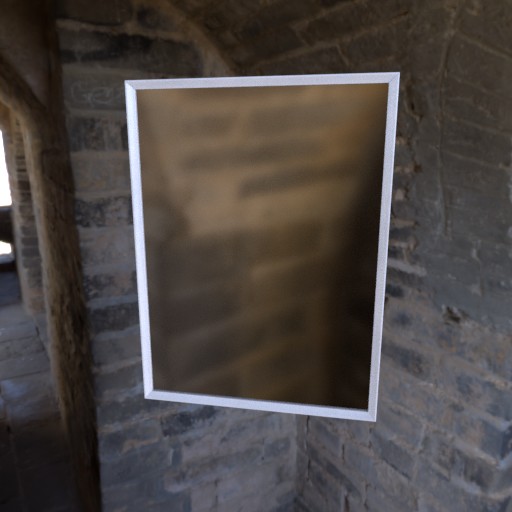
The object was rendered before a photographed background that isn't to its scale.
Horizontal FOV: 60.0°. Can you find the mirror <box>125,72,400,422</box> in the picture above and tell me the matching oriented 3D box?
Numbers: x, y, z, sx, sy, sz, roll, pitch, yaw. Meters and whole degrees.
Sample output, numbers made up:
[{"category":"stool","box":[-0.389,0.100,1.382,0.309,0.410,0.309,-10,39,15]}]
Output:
[{"category":"mirror","box":[0.000,0.000,1.344,0.762,1.016,0.041,2,13,10]}]
